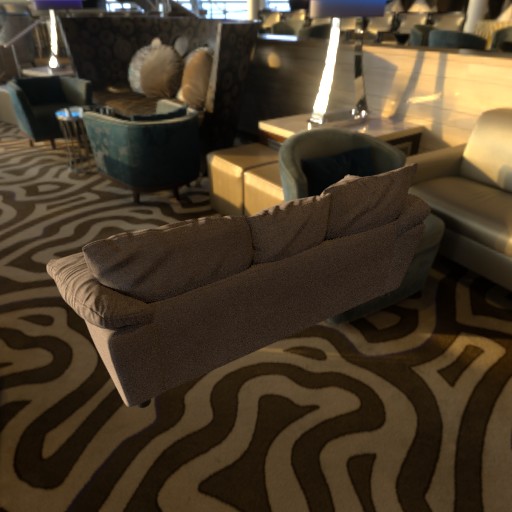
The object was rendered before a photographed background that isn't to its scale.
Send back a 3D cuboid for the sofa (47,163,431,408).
[{"bbox_3d":[0.000,0.000,2.888,2.390,1.043,0.927,-18,34,-28],"label":"sofa"}]
